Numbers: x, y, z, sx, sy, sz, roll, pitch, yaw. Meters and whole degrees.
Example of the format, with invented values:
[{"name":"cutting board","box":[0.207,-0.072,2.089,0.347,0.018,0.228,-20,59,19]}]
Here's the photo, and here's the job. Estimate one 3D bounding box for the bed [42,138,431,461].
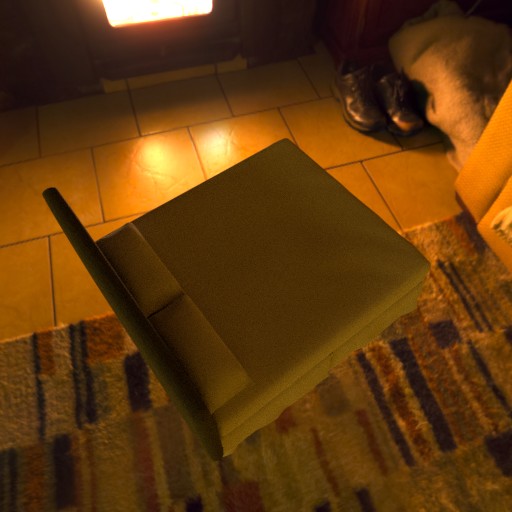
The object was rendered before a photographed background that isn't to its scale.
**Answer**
[{"name":"bed","box":[0.000,0.000,3.349,2.142,1.330,1.884,-33,63,-19]}]
